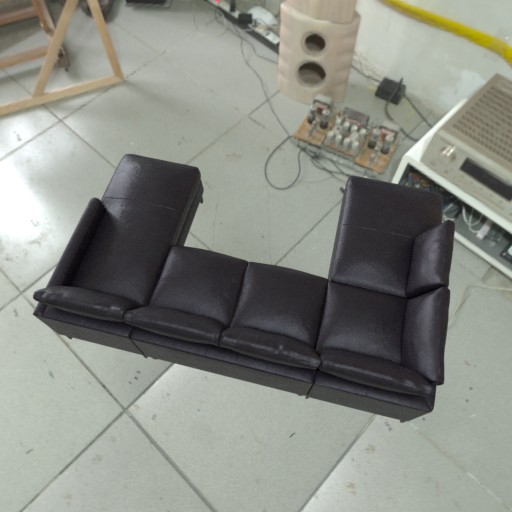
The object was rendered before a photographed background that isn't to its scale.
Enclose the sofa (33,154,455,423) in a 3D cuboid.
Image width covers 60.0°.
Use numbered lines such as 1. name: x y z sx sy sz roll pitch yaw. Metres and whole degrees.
1. sofa: 0.000 0.000 3.708 2.956 0.900 1.939 12 64 6
